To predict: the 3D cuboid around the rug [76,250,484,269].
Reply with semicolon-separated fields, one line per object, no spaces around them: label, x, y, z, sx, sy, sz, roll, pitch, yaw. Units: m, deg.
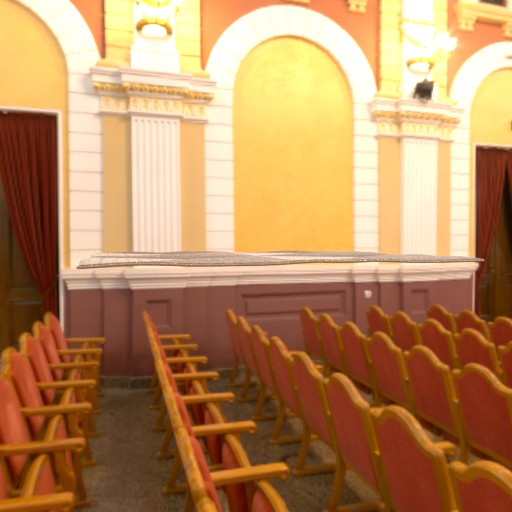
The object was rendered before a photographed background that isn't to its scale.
rug;0.000;0.000;0.909;0.642;0.008;0.551;-1;2;-17
